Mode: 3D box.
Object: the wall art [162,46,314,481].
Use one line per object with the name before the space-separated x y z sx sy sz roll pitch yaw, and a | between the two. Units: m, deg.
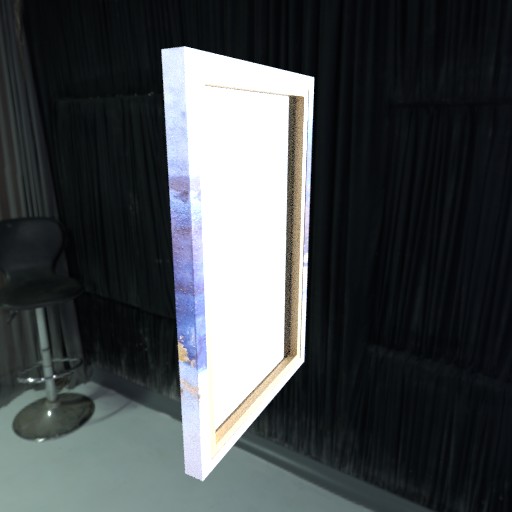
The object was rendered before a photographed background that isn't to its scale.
wall art | 0.000 0.000 1.106 0.048 0.874 0.583 9 19 27
